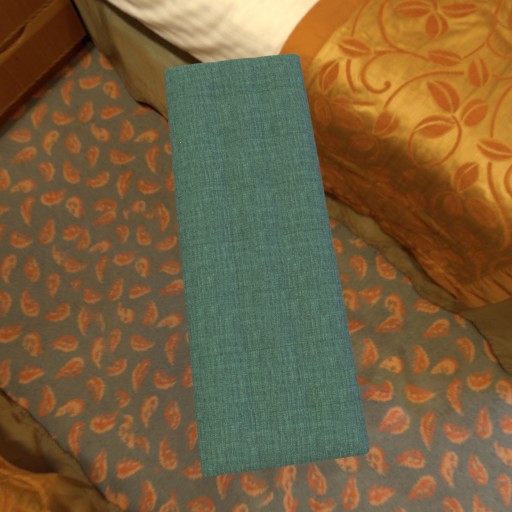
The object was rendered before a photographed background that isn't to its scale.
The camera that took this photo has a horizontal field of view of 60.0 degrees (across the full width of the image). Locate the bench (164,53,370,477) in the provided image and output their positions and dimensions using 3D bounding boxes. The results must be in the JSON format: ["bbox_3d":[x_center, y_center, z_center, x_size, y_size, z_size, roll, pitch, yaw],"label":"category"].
[{"bbox_3d":[0.000,0.000,1.343,0.406,0.432,1.118,-7,76,-2],"label":"bench"}]
